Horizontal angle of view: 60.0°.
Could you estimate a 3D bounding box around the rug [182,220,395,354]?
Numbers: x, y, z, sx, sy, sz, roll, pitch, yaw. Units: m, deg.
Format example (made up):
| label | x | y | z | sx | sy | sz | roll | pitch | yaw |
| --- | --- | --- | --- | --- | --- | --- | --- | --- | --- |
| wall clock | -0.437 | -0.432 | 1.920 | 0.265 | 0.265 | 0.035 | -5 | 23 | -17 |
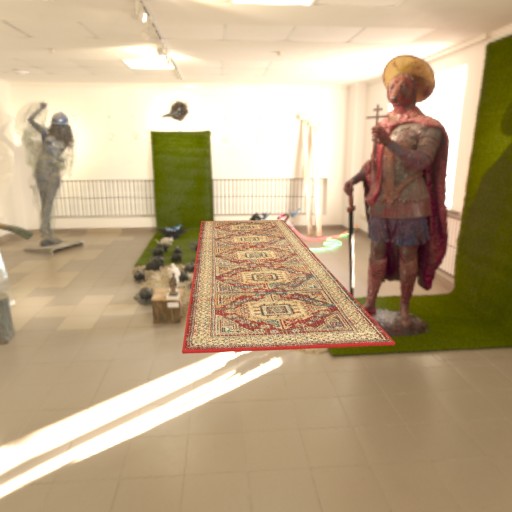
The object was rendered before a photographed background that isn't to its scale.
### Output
| label | x | y | z | sx | sy | sz | roll | pitch | yaw |
| --- | --- | --- | --- | --- | --- | --- | --- | --- | --- |
| rug | 0.000 | 0.000 | 2.456 | 0.659 | 0.015 | 2.292 | -1 | 14 | -5 |
